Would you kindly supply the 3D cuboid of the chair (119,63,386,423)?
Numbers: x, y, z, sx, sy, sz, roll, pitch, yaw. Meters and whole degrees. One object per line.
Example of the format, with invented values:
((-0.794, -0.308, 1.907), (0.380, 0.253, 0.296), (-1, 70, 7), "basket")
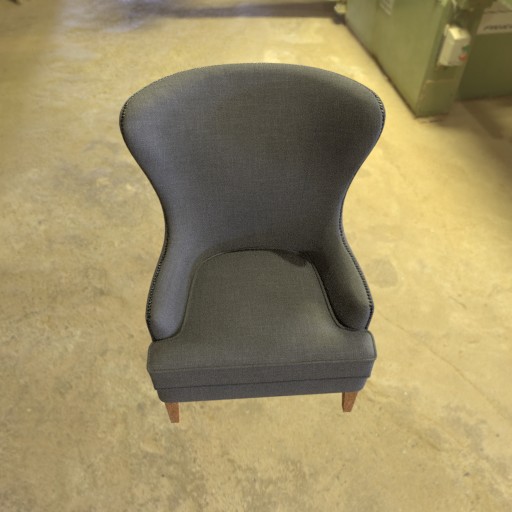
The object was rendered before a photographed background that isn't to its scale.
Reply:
((0.000, 0.000, 1.765), (0.864, 1.176, 0.883), (-3, 47, -2), "chair")
